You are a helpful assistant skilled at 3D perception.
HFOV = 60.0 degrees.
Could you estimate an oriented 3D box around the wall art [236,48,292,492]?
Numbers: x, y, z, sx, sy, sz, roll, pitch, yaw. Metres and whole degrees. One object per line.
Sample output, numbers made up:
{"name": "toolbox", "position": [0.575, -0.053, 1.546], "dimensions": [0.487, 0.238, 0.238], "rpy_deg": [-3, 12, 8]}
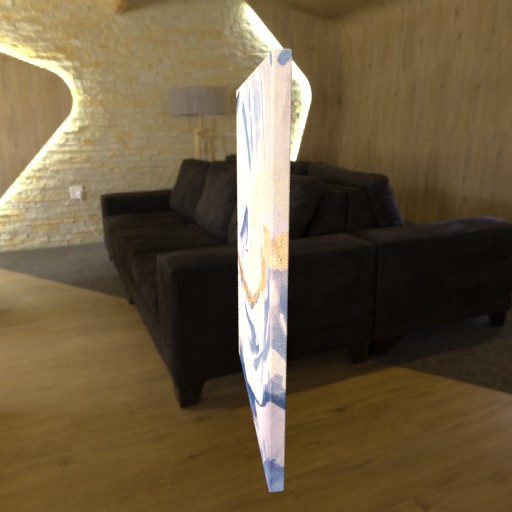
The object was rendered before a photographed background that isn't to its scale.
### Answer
{"name": "wall art", "position": [0.000, 0.000, 1.337], "dimensions": [0.038, 1.015, 0.761], "rpy_deg": [-2, 15, -7]}
